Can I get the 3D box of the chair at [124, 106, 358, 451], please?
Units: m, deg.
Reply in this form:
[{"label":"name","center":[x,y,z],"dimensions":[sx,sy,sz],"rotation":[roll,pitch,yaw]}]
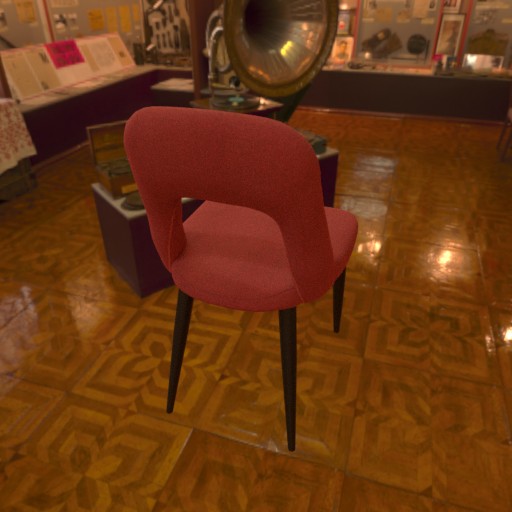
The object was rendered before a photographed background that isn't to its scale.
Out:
[{"label":"chair","center":[0.000,0.000,1.196],"dimensions":[0.483,0.892,0.569],"rotation":[11,34,17]}]
